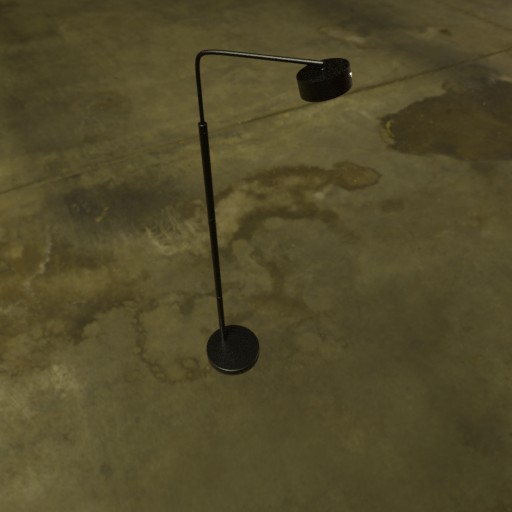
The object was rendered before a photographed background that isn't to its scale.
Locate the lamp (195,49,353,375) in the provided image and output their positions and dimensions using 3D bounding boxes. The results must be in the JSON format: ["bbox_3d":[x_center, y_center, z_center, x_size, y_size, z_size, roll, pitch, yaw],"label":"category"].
[{"bbox_3d":[0.000,0.000,1.396,0.418,1.230,0.219,12,48,11],"label":"lamp"}]
